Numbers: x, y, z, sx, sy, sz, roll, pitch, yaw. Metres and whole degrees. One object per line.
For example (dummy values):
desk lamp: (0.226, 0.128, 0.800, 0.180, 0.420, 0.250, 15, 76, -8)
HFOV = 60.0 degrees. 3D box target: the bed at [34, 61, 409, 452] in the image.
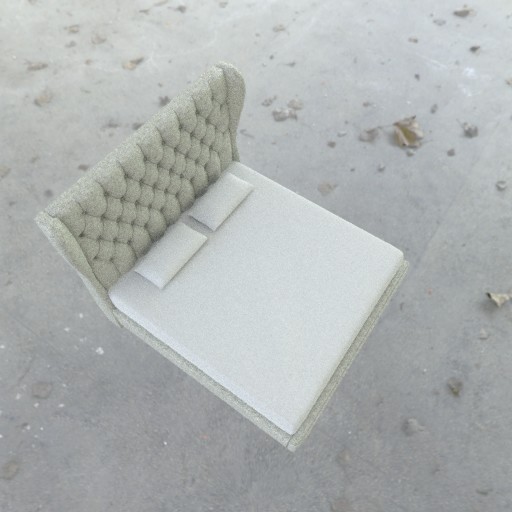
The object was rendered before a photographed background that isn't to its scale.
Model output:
bed: (0.000, 0.000, 3.945, 2.347, 1.771, 2.219, 31, 65, 17)
